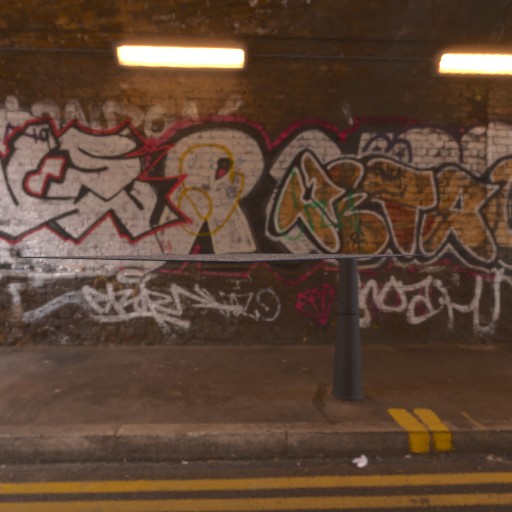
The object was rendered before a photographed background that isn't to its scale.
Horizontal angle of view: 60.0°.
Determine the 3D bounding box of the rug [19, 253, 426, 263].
[{"bbox_3d":[0.000,0.000,2.282,1.200,0.005,1.819,1,1,36],"label":"rug"}]
